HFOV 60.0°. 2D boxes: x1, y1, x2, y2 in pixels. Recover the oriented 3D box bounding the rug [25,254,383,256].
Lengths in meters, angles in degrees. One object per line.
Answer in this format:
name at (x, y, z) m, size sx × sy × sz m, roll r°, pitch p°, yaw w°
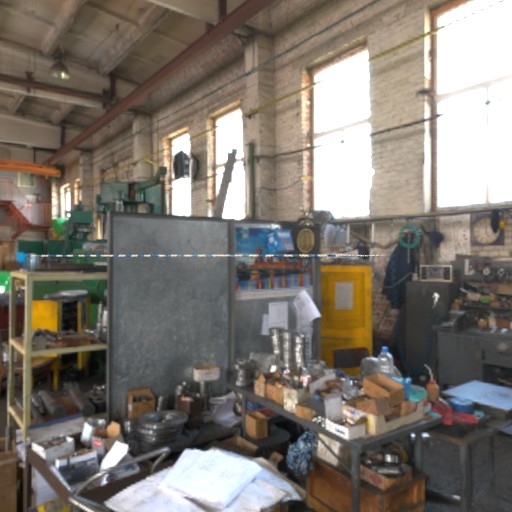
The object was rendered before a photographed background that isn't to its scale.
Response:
rug at (0.000, 0.000, 3.050) m, size 1.531 × 0.008 × 2.439 m, roll 0°, pitch 0°, yaw 20°
